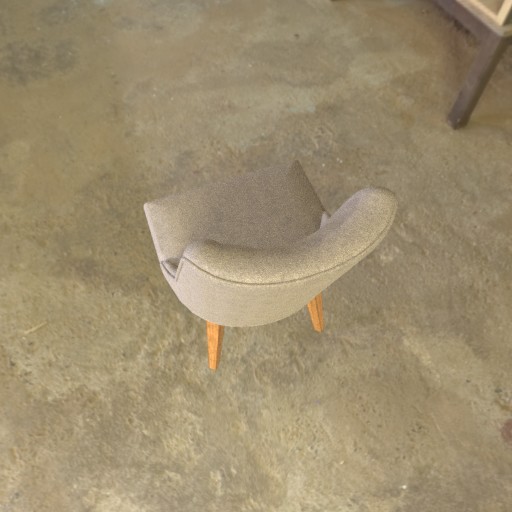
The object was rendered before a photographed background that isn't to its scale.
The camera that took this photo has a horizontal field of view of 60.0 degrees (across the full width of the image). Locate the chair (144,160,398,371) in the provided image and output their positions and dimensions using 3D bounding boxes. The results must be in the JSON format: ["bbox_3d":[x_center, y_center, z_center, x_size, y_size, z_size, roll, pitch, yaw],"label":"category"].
[{"bbox_3d":[0.000,0.000,1.308,0.548,0.916,0.636,-18,61,-10],"label":"chair"}]
